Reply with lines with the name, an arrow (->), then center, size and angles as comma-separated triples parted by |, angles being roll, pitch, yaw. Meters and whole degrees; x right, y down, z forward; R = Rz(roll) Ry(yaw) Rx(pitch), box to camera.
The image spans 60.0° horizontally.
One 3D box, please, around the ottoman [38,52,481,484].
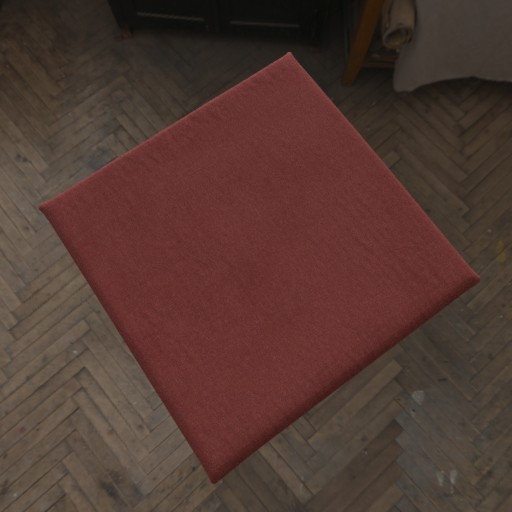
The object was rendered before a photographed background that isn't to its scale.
ottoman -> 0.000, 0.000, 1.381 | 0.889, 0.411, 0.890 | -34, 79, -8
